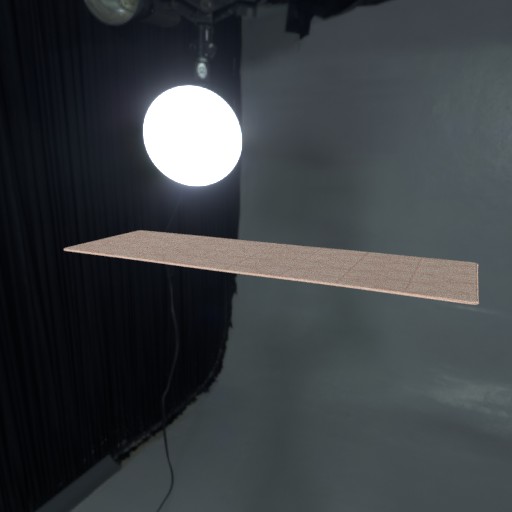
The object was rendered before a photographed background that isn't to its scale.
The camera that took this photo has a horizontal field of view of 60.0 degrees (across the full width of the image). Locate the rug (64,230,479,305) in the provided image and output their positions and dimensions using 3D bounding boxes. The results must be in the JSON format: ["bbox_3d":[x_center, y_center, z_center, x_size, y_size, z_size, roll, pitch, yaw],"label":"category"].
[{"bbox_3d":[0.000,0.000,2.698,2.435,0.015,0.760,6,15,25],"label":"rug"}]
